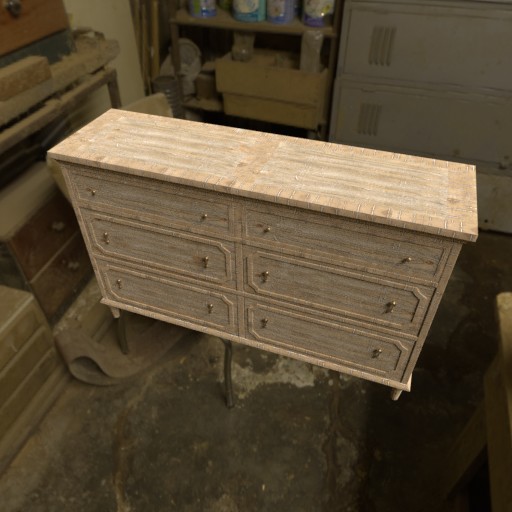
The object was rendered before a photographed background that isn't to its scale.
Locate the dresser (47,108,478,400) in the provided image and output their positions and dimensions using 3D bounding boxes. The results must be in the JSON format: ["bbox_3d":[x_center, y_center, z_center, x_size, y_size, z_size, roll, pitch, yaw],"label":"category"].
[{"bbox_3d":[0.000,0.000,2.077,1.626,1.016,0.457,13,43,15],"label":"dresser"}]
